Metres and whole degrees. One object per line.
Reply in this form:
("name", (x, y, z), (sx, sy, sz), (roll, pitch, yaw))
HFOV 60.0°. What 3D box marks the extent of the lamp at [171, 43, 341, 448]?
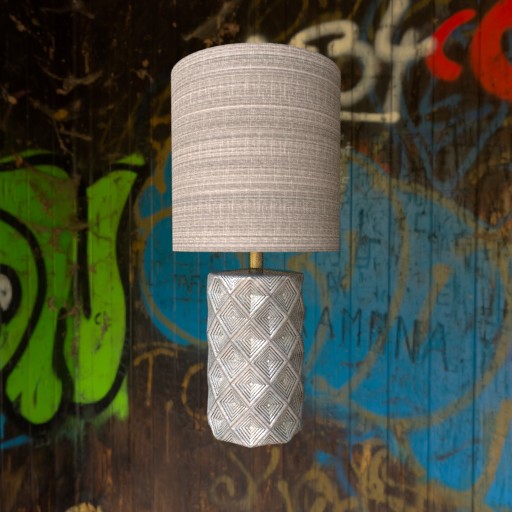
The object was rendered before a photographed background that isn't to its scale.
("lamp", (0.000, 0.000, 0.722), (0.268, 0.566, 0.269), (0, 1, 1))
